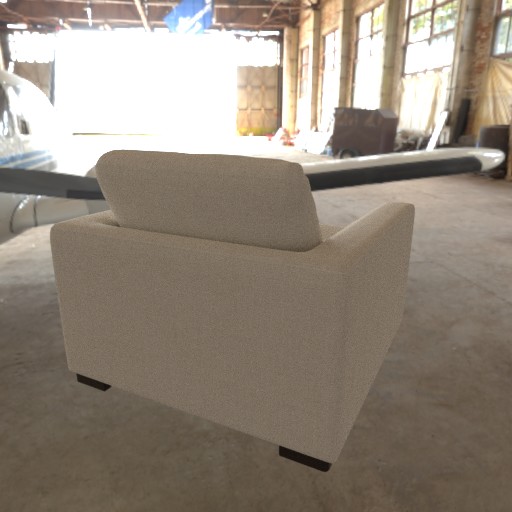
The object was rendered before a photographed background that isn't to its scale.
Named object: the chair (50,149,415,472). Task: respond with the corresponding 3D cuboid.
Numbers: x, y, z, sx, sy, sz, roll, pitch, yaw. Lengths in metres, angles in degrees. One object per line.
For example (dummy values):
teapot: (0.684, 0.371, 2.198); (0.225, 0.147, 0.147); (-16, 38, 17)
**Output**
chair: (0.000, 0.000, 1.816); (1.070, 0.876, 1.100); (9, 19, 26)
